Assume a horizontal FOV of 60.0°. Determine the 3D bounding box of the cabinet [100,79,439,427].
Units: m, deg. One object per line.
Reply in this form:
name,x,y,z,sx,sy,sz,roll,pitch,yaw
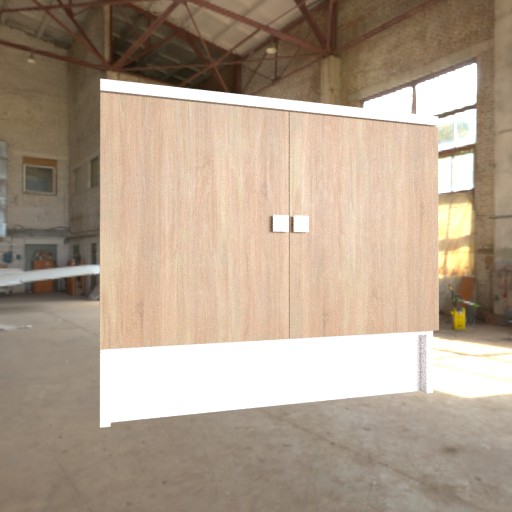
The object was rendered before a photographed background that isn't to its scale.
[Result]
cabinet,0.000,0.000,0.925,0.600,0.522,0.400,0,0,-17
